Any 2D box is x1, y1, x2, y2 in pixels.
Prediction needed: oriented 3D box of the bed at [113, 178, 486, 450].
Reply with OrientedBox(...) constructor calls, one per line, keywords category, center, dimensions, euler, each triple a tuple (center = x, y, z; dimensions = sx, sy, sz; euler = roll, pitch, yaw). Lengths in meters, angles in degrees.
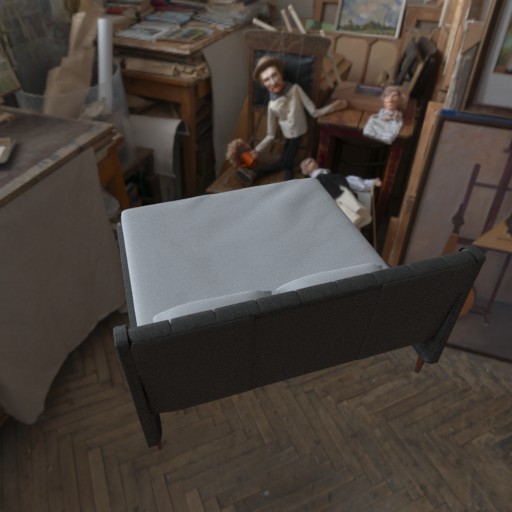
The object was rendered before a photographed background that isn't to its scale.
OrientedBox(category="bed", center=(0.000, 0.000, 3.190), dimensions=(1.903, 1.158, 2.031), euler=(-12, 42, -13))
